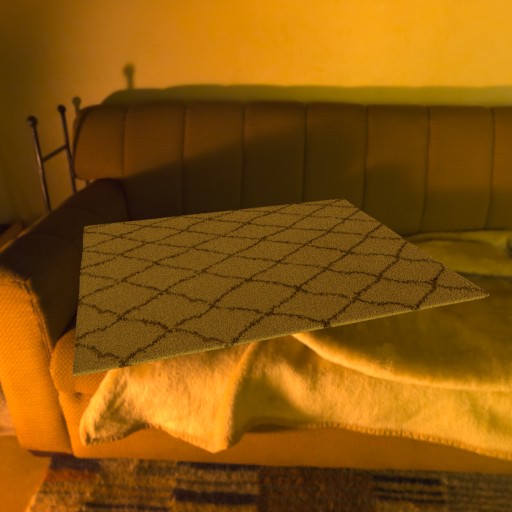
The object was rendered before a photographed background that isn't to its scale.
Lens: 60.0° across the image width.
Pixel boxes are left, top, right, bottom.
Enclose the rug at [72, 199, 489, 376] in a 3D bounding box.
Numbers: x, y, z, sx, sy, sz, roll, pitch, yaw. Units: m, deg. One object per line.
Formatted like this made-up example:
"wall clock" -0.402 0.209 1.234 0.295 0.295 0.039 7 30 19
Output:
"rug" 0.000 0.000 4.066 3.047 0.029 2.438 -8 27 -16
